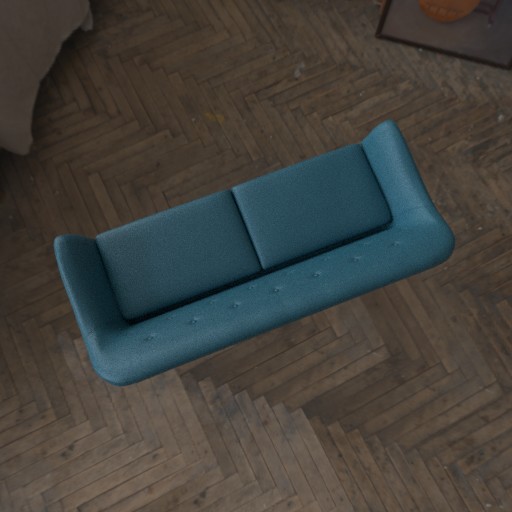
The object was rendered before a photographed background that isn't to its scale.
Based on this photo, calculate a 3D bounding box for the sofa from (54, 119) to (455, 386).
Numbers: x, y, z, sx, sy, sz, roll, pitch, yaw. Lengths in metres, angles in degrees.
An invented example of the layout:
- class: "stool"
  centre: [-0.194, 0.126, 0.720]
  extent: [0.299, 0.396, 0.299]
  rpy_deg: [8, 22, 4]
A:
- class: "sofa"
  centre: [0.000, 0.000, 2.311]
  extent: [1.840, 0.836, 0.820]
  rpy_deg: [-20, 77, -5]
